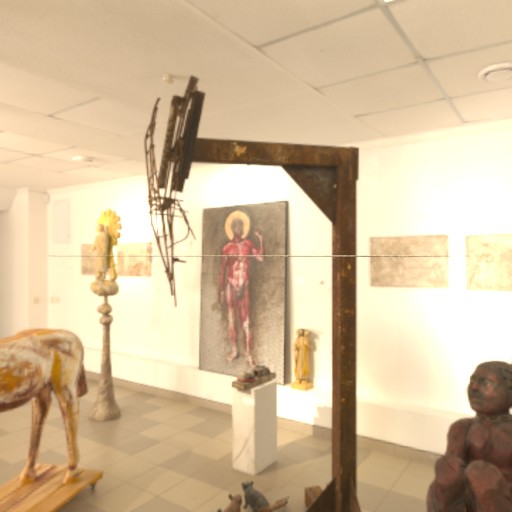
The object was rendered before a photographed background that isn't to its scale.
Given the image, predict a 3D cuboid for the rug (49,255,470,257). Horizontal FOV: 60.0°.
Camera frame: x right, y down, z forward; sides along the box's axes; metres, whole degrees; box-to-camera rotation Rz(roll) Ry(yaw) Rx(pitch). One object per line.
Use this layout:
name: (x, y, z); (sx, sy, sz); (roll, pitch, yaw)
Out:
rug: (0.000, 0.000, 3.015); (2.439, 0.005, 1.524); (0, 0, 34)
